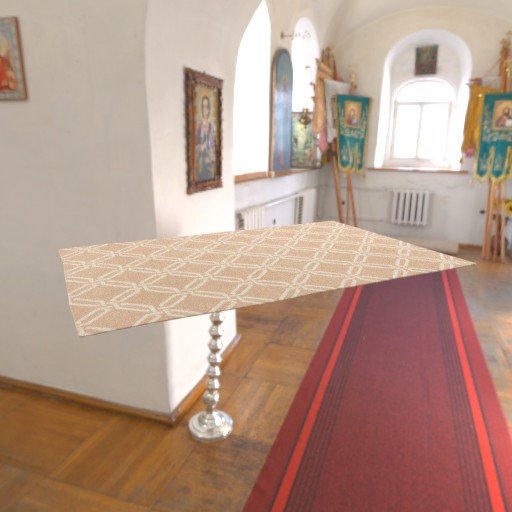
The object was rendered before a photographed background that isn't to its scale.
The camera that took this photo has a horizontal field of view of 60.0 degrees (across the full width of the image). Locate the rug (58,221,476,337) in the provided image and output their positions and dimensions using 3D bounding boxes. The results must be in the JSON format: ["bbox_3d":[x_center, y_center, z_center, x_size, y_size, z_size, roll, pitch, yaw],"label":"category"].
[{"bbox_3d":[0.000,0.000,2.182,1.745,0.010,1.146,-8,17,-25],"label":"rug"}]
